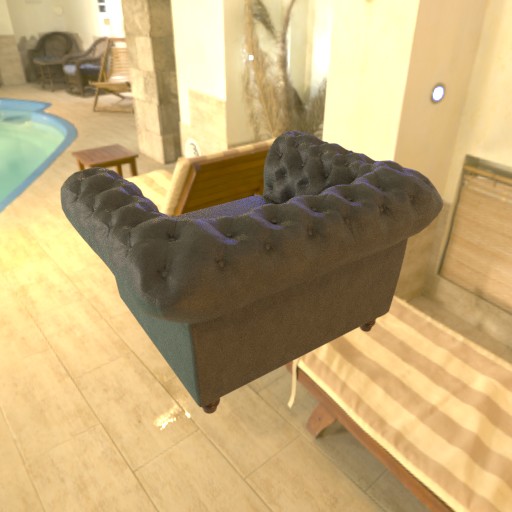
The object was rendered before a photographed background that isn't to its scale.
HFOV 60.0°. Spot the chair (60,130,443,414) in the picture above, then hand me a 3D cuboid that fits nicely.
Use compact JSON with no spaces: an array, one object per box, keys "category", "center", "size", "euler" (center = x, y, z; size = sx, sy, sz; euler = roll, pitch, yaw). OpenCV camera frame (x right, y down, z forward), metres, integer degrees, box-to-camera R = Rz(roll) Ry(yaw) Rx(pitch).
[{"category":"chair","center":[0.000,0.000,1.894],"size":[1.298,0.780,0.943],"euler":[-19,35,-29]}]
